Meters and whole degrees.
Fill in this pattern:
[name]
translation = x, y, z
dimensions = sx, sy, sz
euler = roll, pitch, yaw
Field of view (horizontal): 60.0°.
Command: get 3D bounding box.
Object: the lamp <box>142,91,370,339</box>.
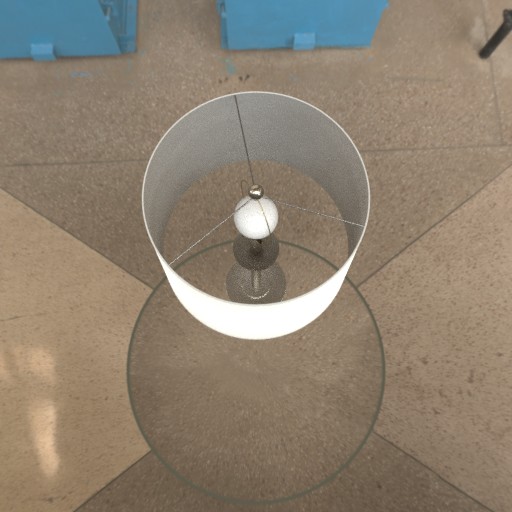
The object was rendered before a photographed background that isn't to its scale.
[lamp]
translation = 0.000, 0.000, 0.875
dimensions = 0.333, 0.696, 0.333
euler = 0, 77, 0
